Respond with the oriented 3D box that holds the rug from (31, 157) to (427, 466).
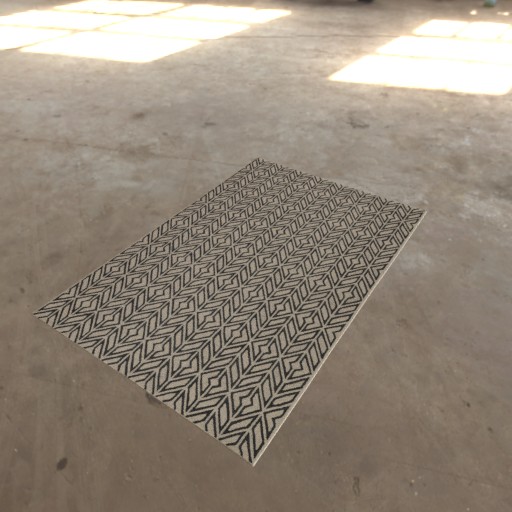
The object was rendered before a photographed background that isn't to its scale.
[{"bbox_3d":[0.000,0.000,2.321,1.220,0.007,1.828,24,45,26],"label":"rug"}]
